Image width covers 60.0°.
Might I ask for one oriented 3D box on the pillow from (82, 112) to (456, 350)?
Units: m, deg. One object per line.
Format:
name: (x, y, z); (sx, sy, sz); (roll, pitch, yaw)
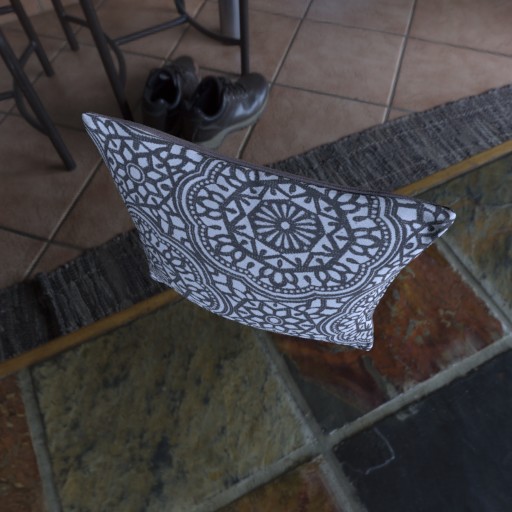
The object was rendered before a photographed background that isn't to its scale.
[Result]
pillow: (0.000, 0.000, 0.654); (0.436, 0.417, 0.148); (17, 61, 10)
